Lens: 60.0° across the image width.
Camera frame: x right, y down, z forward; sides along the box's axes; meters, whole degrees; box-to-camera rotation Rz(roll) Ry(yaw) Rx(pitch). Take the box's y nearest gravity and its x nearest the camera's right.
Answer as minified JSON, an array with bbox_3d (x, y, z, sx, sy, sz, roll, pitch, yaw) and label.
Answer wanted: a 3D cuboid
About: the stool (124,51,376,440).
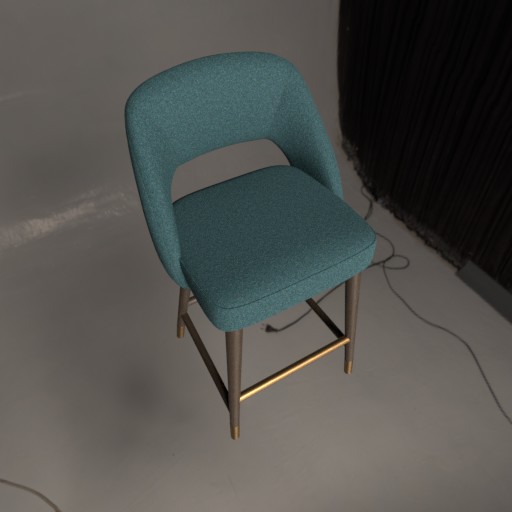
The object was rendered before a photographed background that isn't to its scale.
[{"bbox_3d":[0.000,0.000,1.253,0.536,0.939,0.522,-23,51,-20],"label":"stool"}]
